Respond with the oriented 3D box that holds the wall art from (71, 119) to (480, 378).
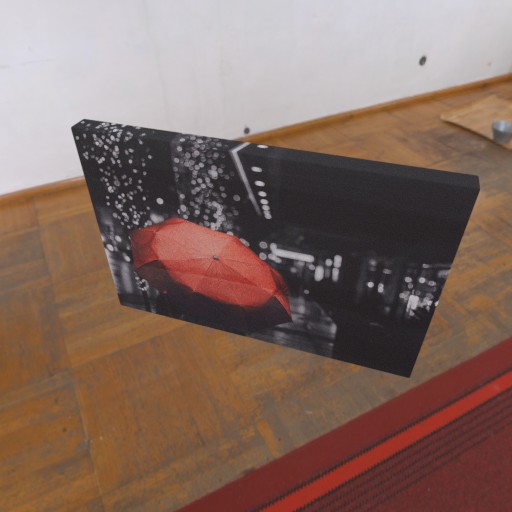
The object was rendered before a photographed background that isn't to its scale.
[{"bbox_3d":[0.000,0.000,0.775,0.609,0.406,0.037,12,41,14],"label":"wall art"}]
